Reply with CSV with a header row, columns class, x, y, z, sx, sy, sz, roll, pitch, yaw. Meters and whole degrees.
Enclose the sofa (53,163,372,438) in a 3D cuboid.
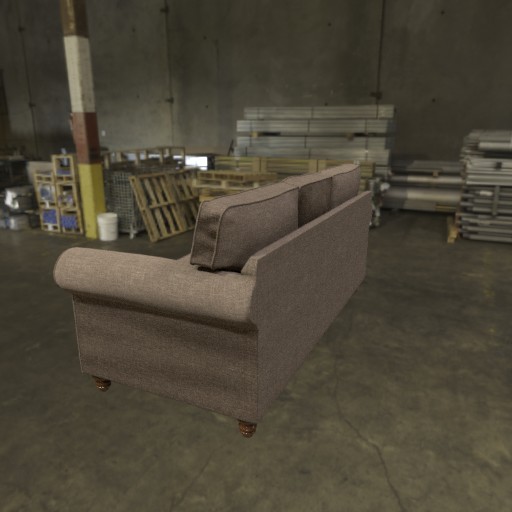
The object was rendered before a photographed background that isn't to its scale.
class,x,y,z,sx,sy,sz,roll,pitch,yaw
sofa,0.000,0.000,2.566,0.916,0.961,2.084,7,17,24
